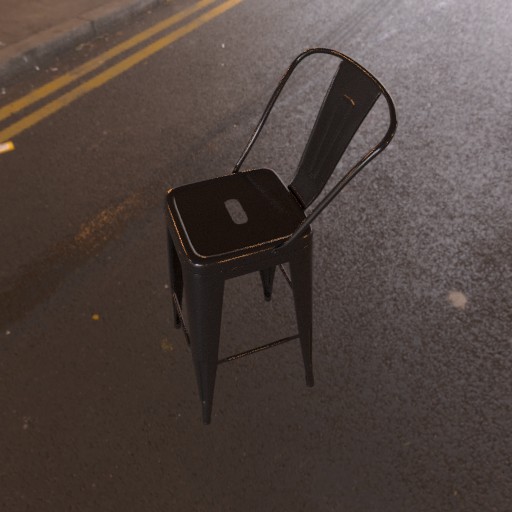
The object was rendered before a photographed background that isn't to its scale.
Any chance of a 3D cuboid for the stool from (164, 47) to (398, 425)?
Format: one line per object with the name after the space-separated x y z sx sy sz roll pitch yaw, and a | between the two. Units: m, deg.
0.000 0.000 1.287 0.528 1.022 0.432 -15 49 -14 | stool
